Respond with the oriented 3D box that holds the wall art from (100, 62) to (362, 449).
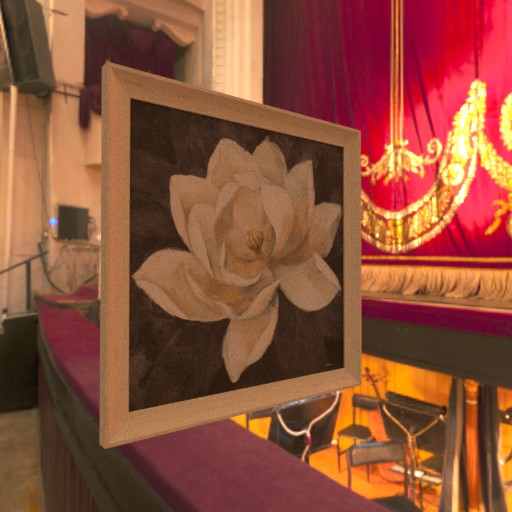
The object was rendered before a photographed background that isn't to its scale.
[{"bbox_3d":[0.000,0.000,1.483,1.016,1.016,0.045,1,-1,-37],"label":"wall art"}]
